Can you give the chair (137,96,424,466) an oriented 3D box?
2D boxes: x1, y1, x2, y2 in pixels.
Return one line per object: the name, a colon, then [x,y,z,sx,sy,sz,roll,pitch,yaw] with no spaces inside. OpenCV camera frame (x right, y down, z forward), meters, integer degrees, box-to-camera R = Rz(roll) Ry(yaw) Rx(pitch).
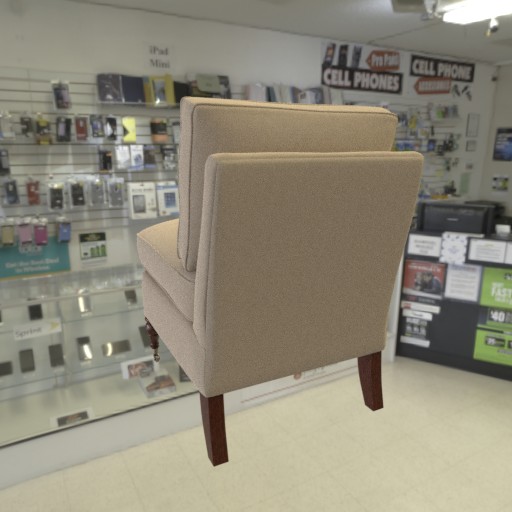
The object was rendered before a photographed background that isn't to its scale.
chair: [0.000,0.000,1.654,0.724,1.052,0.912,-7,16,-26]
